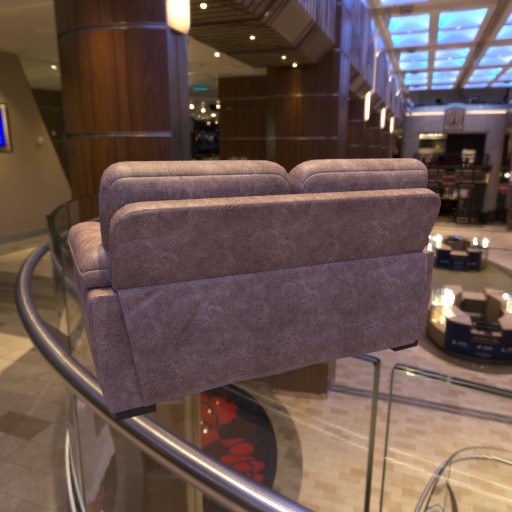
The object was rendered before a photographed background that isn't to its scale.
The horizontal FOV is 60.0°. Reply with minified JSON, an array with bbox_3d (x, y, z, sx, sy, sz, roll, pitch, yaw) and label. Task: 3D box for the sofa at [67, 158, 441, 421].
[{"bbox_3d":[0.000,0.000,2.304,1.753,0.991,0.991,-6,15,-25],"label":"sofa"}]
